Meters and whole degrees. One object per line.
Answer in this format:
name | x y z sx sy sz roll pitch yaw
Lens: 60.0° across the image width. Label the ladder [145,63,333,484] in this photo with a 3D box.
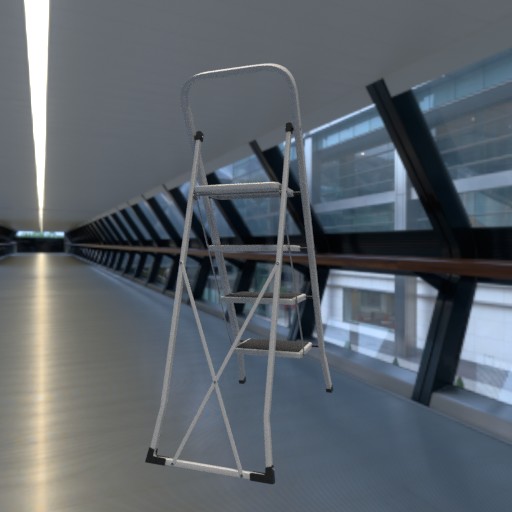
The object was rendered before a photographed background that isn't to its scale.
ladder | 0.000 0.000 1.715 0.460 1.265 0.914 0 0 19
